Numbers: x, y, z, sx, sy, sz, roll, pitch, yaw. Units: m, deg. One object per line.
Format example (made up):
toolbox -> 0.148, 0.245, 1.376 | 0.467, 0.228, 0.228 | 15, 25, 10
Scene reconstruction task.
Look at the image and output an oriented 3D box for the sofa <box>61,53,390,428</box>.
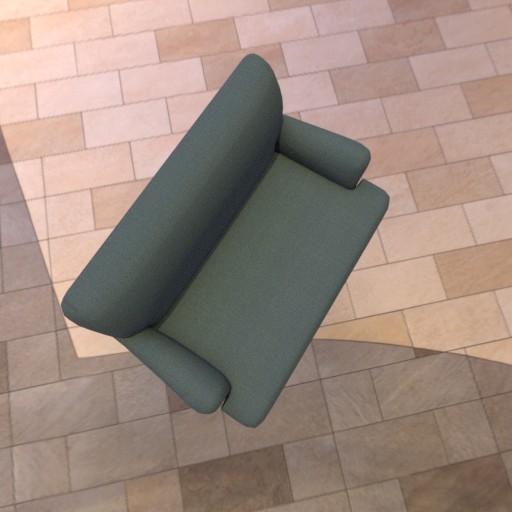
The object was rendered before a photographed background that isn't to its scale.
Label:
sofa -> 0.000, 0.000, 1.906 | 0.779, 0.889, 1.297 | 31, 76, 8
